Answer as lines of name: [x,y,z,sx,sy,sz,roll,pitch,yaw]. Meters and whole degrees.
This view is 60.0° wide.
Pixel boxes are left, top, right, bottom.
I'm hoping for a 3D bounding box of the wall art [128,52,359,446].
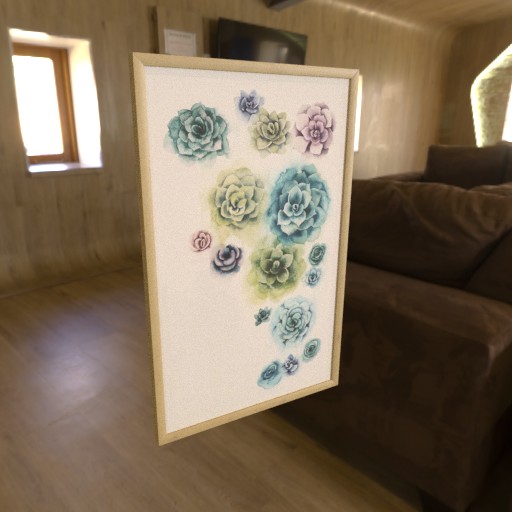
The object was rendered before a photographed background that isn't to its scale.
wall art: [0.000,0.000,1.007,0.510,0.810,0.039,-9,19,-28]
